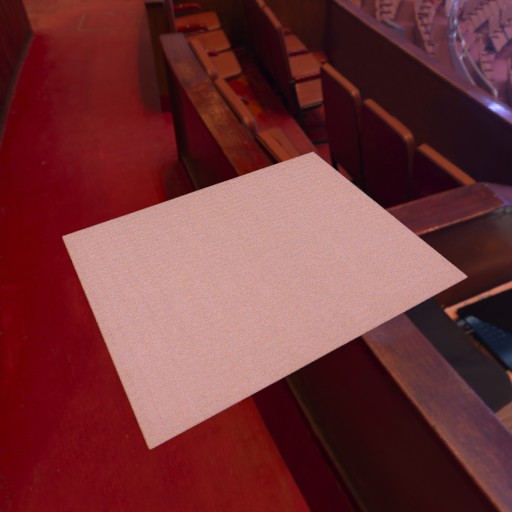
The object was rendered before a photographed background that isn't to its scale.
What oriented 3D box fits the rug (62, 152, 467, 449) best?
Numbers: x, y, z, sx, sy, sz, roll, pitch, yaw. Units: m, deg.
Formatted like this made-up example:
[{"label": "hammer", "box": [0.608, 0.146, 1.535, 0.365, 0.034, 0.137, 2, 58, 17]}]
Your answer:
[{"label": "rug", "box": [0.000, 0.000, 4.216, 3.055, 0.021, 2.410, -23, 50, -21]}]
